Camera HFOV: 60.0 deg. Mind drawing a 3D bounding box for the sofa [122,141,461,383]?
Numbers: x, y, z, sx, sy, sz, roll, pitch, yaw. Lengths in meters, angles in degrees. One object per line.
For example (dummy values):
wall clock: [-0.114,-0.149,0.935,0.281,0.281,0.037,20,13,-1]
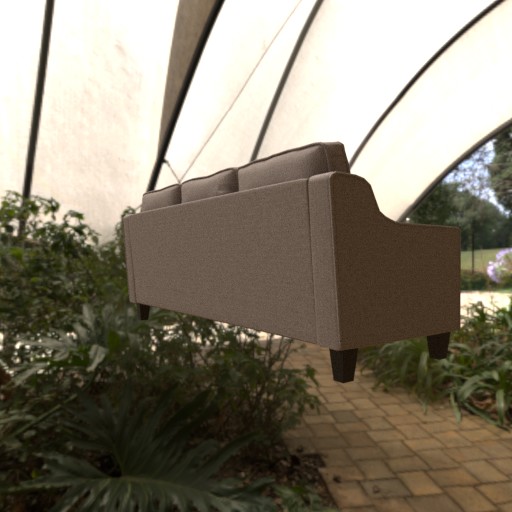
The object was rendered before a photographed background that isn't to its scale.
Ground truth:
sofa: [0.000,0.000,2.677,0.899,0.950,2.129,0,0,-36]
